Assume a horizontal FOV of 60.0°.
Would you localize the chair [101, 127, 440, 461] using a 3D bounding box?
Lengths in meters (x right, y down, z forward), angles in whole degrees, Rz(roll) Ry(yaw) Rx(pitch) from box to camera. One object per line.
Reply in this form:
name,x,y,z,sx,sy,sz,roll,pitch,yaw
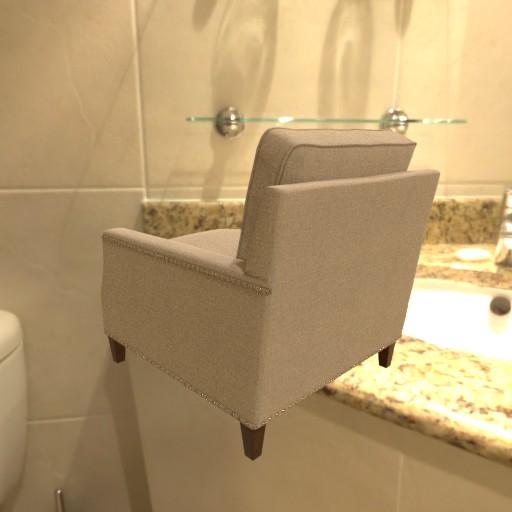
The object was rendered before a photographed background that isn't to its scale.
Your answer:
chair,0.000,0.000,1.713,0.853,0.943,1.014,-14,21,-43
